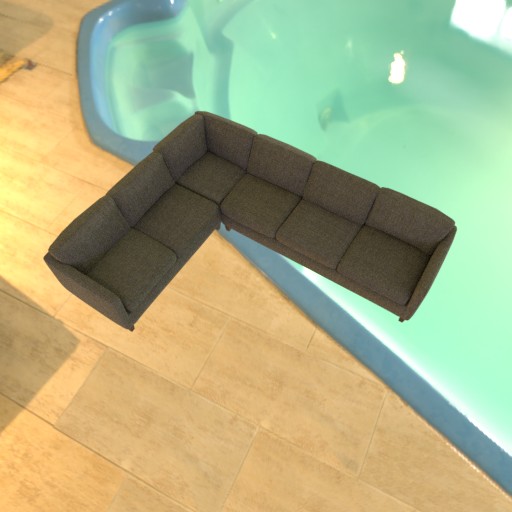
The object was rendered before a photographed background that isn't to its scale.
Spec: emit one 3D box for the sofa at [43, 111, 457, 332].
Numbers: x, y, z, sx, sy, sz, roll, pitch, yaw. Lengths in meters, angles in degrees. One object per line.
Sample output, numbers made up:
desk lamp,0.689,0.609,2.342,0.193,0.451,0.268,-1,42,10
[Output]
sofa,0.000,0.000,4.570,3.302,0.947,2.593,28,61,17
